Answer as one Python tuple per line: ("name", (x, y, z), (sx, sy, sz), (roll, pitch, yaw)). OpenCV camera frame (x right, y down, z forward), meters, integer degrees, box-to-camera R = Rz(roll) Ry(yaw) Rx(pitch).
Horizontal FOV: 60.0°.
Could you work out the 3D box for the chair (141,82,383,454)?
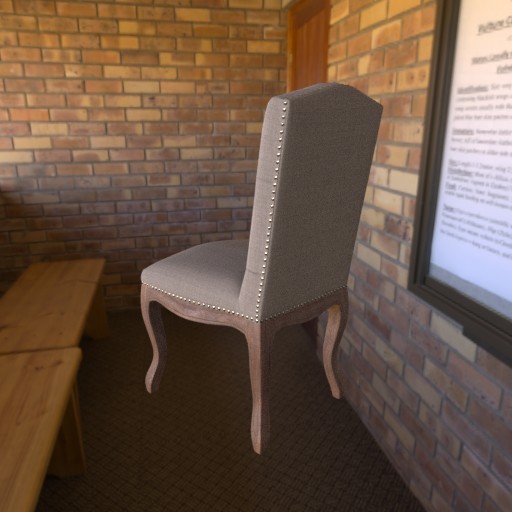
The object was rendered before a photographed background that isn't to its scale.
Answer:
("chair", (0.000, 0.000, 1.678), (0.637, 1.191, 0.731), (-15, 22, -42))
